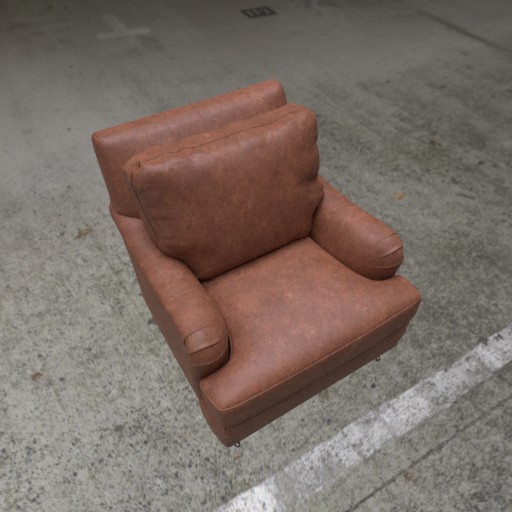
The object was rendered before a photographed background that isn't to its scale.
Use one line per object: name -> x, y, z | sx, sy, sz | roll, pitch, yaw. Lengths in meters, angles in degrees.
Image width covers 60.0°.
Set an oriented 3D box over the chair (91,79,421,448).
chair -> 0.000, 0.000, 1.961 | 0.986, 1.055, 1.158 | -24, 53, -20
